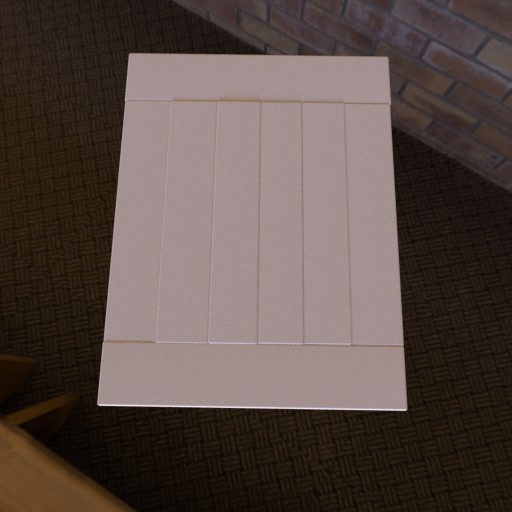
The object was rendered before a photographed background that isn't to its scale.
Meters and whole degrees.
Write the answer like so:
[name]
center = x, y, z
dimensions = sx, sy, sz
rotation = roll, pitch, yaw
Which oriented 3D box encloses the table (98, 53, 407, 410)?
[table]
center = 0.000, 0.000, 1.015
dimensions = 0.463, 0.605, 0.599
rotation = 1, 77, 0
